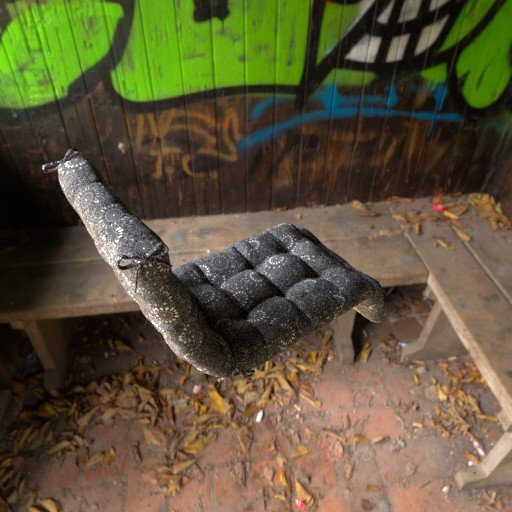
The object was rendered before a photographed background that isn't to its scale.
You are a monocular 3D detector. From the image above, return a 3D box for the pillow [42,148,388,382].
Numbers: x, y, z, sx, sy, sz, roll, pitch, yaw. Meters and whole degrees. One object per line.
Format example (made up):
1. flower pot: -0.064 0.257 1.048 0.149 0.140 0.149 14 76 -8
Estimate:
1. pillow: 0.000 0.000 1.479 1.016 0.863 0.526 -26 47 -27
